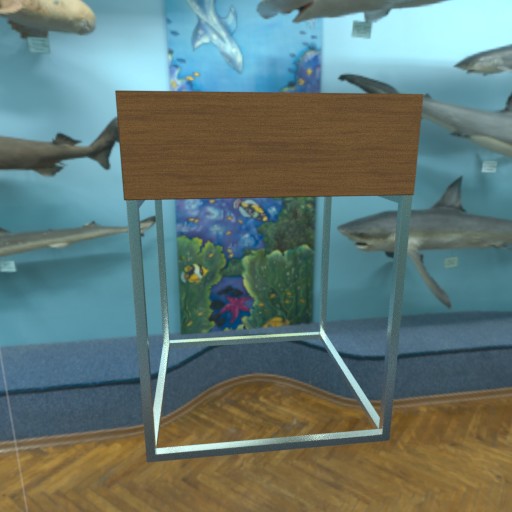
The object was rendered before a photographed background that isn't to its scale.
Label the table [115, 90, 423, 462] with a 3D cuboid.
[{"bbox_3d":[0.000,0.000,0.824,0.397,0.540,0.398,-2,16,-7],"label":"table"}]
